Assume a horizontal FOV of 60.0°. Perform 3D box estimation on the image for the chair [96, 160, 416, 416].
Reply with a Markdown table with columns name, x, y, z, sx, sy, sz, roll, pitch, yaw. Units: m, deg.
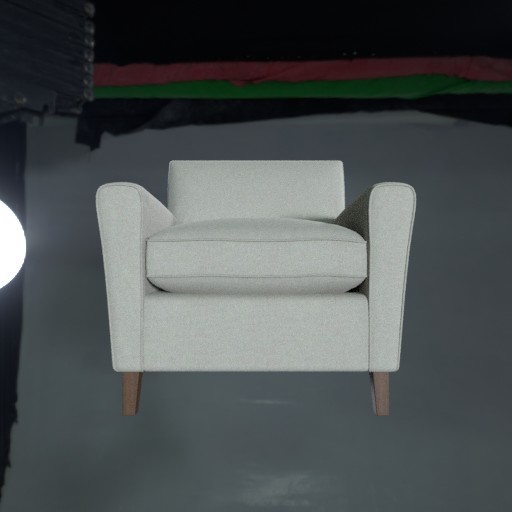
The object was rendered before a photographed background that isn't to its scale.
| name | x | y | z | sx | sy | sz | roll | pitch | yaw |
| --- | --- | --- | --- | --- | --- | --- | --- | --- | --- |
| chair | 0.000 | 0.000 | 1.575 | 0.840 | 0.846 | 0.871 | 0 | 0 | 0 |
